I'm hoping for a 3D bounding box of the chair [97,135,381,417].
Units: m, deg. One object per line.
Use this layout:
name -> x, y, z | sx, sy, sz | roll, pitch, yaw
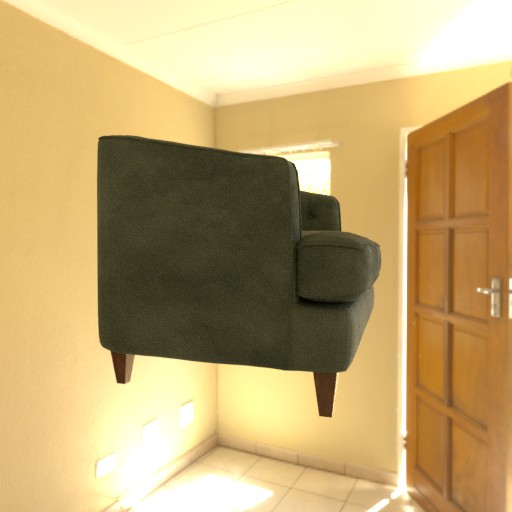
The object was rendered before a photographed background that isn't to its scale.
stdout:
chair -> 0.000, 0.000, 1.765 | 0.941, 0.852, 1.104 | 0, 1, 18
